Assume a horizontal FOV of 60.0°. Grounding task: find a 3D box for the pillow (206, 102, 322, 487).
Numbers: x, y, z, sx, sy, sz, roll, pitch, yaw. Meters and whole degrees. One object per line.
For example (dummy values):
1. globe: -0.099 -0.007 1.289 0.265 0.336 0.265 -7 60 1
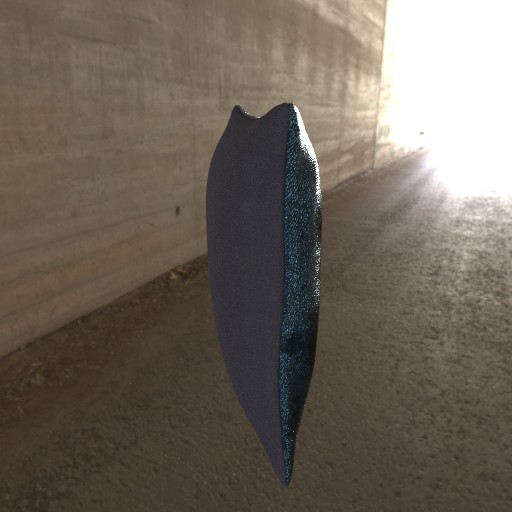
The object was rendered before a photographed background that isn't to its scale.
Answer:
1. pillow: 0.000 0.000 0.653 0.138 0.430 0.436 -3 18 -8
